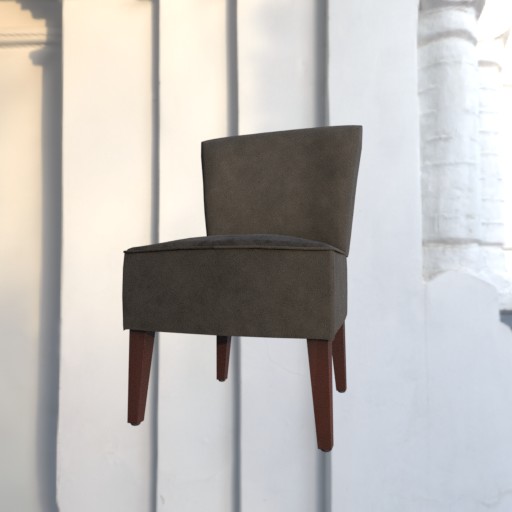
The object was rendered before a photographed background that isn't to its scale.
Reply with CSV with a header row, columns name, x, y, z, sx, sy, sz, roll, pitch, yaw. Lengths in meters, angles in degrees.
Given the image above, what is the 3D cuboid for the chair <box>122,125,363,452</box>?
name,x,y,z,sx,sy,sz,roll,pitch,yaw
chair,0.000,0.000,1.188,0.521,0.806,0.554,-1,-2,19
